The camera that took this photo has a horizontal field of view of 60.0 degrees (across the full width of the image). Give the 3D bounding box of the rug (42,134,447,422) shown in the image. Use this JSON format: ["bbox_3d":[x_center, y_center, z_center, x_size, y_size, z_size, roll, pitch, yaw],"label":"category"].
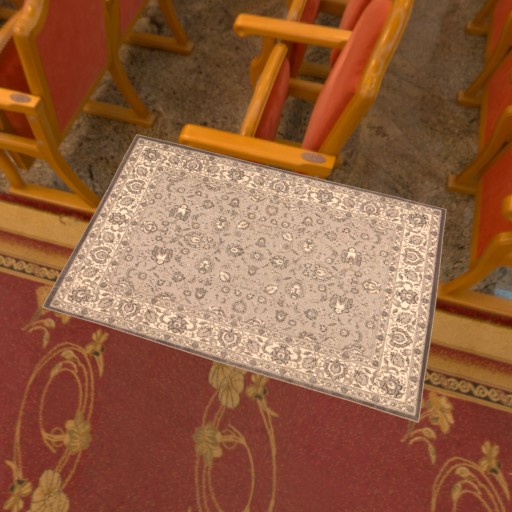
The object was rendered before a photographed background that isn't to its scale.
[{"bbox_3d":[0.000,0.000,3.037,2.438,0.011,1.524,15,64,7],"label":"rug"}]
